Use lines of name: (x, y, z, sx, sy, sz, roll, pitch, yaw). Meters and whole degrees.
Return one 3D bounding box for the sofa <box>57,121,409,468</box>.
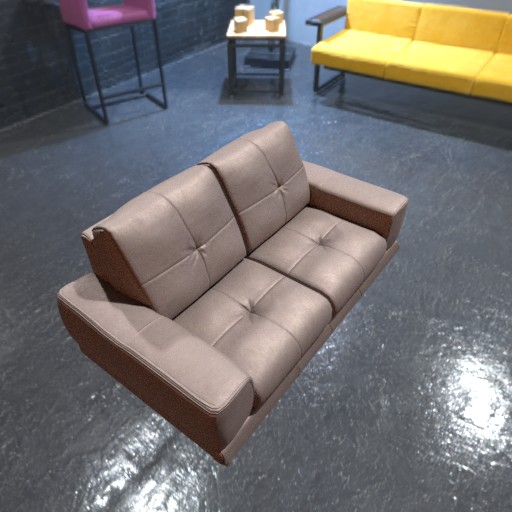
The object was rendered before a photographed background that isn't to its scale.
sofa: (0.000, 0.000, 2.389, 1.018, 0.907, 1.806, 26, 47, 27)
